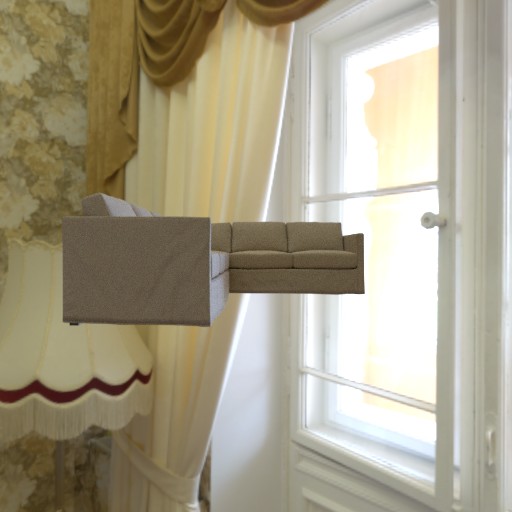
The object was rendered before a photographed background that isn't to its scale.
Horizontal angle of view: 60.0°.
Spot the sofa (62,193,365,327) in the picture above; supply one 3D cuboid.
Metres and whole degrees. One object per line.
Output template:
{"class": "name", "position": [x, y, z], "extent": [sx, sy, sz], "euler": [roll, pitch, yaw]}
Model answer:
{"class": "sofa", "position": [0.000, 0.000, 4.324], "extent": [2.432, 0.871, 3.182], "euler": [0, 0, 0]}
